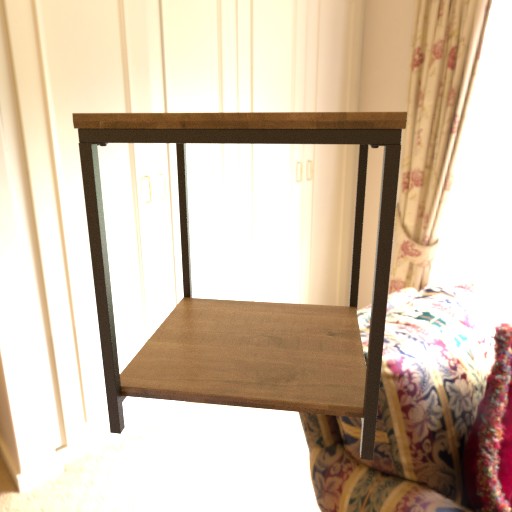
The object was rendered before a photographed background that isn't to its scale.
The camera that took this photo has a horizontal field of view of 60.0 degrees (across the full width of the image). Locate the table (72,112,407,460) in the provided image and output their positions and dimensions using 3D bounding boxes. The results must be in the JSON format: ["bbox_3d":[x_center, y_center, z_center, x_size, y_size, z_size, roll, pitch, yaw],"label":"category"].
[{"bbox_3d":[0.000,0.000,0.977,0.503,0.589,0.507,2,17,8],"label":"table"}]
